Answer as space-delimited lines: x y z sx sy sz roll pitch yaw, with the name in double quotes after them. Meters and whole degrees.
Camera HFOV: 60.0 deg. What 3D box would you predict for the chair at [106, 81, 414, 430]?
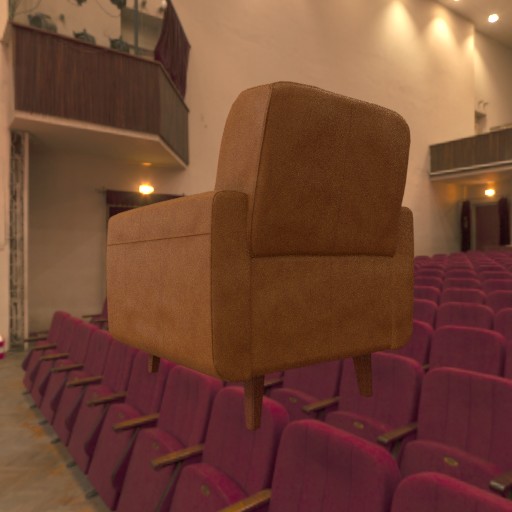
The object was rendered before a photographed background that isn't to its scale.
0.000 0.000 1.659 0.845 0.968 0.942 0 1 -36 "chair"
